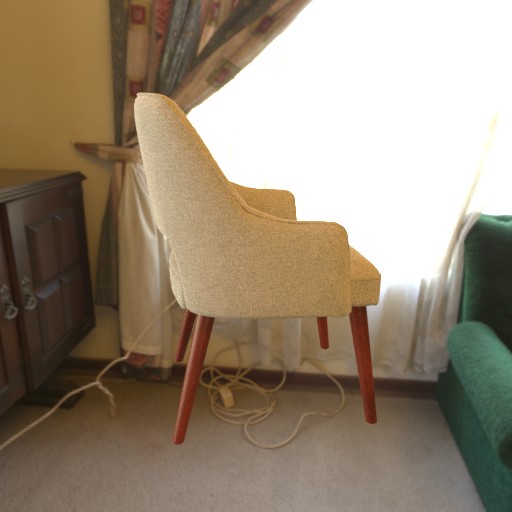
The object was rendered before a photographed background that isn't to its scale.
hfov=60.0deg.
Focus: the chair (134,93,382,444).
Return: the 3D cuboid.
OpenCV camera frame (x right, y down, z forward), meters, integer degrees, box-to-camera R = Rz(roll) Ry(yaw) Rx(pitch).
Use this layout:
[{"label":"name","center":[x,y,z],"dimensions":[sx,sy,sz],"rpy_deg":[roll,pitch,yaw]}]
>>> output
[{"label":"chair","center":[0.000,0.000,1.245],"dimensions":[0.605,0.849,0.548],"rpy_deg":[-3,17,-9]}]
